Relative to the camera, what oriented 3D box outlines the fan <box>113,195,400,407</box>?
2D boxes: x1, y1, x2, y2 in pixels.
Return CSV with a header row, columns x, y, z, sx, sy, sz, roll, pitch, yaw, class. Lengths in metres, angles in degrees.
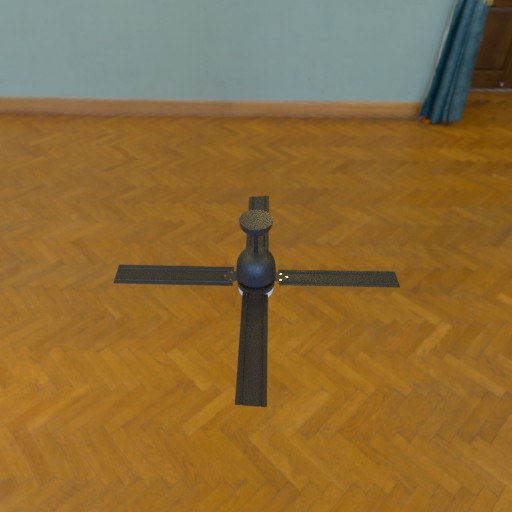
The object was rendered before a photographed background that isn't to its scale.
x,y,z,sx,sy,sz,roll,pitch,yaw,class
0.000,0.000,1.988,1.319,0.410,1.319,0,42,0,fan
